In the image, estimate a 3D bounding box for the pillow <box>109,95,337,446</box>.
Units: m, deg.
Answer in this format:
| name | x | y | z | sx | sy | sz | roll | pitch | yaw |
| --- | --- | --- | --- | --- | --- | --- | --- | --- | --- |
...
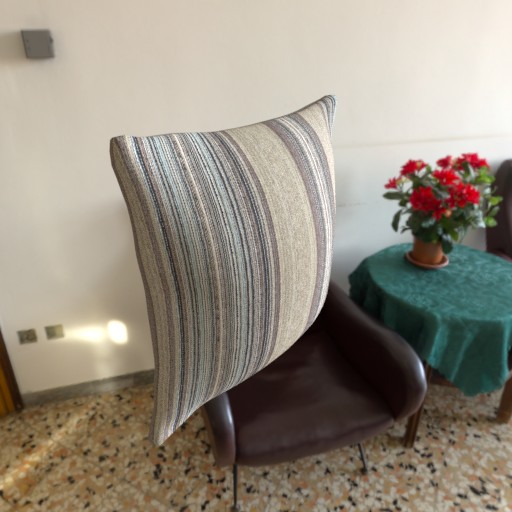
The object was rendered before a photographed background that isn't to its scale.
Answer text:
| name | x | y | z | sx | sy | sz | roll | pitch | yaw |
| --- | --- | --- | --- | --- | --- | --- | --- | --- | --- |
| pillow | 0.000 | 0.000 | 0.657 | 0.189 | 0.416 | 0.435 | 19 | 32 | 33 |
